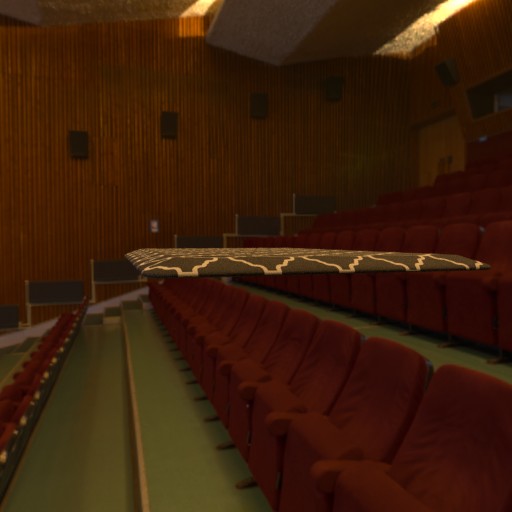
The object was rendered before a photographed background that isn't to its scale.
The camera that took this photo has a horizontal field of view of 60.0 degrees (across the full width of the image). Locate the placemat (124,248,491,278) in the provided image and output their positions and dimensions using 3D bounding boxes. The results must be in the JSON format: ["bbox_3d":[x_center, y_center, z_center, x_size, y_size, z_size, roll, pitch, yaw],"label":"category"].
[{"bbox_3d":[0.000,0.000,0.927,0.508,0.021,0.762,-1,2,-18],"label":"placemat"}]
